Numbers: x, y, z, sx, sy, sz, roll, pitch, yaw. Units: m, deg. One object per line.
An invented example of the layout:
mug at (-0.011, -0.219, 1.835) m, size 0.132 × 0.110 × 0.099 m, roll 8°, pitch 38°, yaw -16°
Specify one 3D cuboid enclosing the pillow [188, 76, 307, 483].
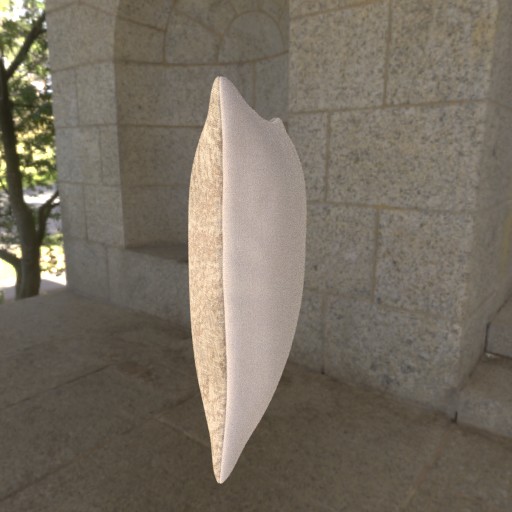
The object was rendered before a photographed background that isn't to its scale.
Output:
pillow at (0.000, 0.000, 0.782) m, size 0.166 × 0.510 × 0.523 m, roll 2°, pitch 13°, yaw 10°
